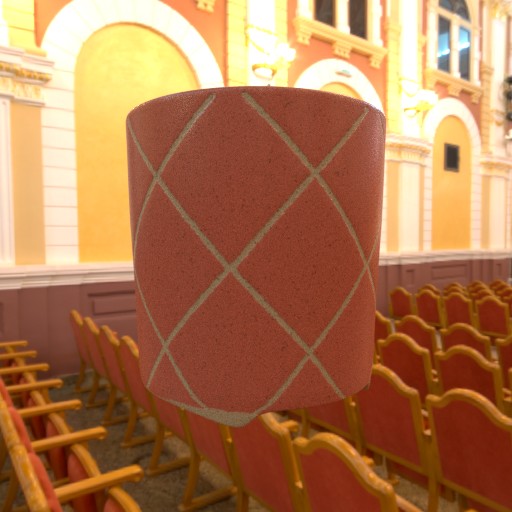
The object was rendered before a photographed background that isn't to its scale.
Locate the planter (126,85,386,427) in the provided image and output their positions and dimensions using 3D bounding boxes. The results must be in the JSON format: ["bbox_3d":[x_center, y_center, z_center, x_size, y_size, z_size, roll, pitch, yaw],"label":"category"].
[{"bbox_3d":[0.000,0.000,0.408,0.227,0.235,0.227,0,3,0],"label":"planter"}]
